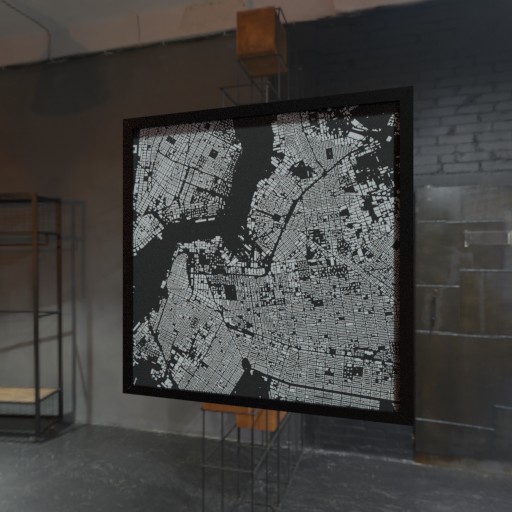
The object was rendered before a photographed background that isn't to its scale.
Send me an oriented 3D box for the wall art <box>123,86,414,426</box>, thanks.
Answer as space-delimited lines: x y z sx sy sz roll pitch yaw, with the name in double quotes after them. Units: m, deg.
0.000 0.000 0.756 0.506 0.506 0.038 0 0 18 "wall art"
